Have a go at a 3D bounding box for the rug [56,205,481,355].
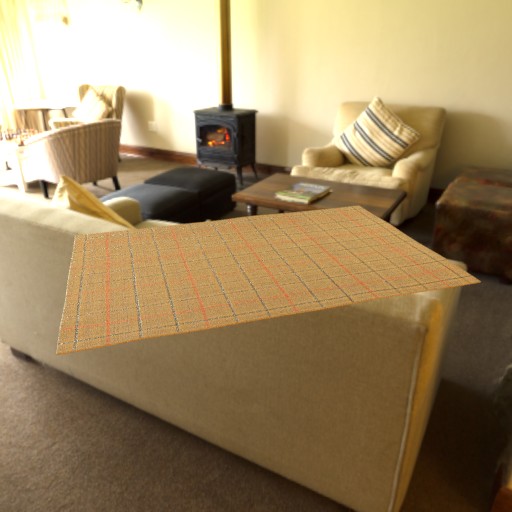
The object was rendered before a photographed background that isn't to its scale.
[{"bbox_3d":[0.000,0.000,3.071,2.439,0.015,1.524,-7,26,-15],"label":"rug"}]
